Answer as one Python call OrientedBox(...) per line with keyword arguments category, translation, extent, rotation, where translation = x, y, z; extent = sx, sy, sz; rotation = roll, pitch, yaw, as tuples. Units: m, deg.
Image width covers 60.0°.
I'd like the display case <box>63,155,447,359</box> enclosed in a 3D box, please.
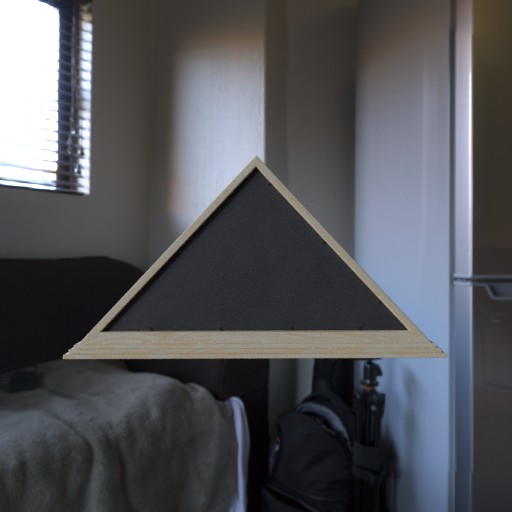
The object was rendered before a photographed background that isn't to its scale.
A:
OrientedBox(category="display case", translation=(0.000, 0.000, 0.784), extent=(0.640, 0.340, 0.095), rotation=(0, 0, -1))
